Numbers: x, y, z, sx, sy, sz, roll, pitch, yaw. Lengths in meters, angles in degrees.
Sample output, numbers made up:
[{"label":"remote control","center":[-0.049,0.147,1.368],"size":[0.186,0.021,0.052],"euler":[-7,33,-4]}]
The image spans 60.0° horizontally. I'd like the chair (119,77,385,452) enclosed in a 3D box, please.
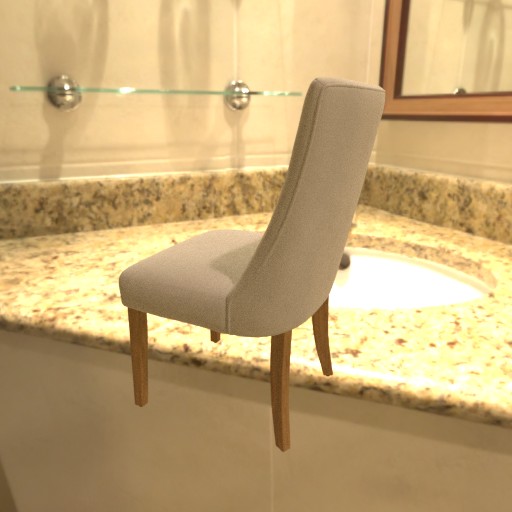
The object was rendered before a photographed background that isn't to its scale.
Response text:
[{"label":"chair","center":[0.000,0.000,1.249],"size":[0.610,0.902,0.495],"euler":[9,20,25]}]
